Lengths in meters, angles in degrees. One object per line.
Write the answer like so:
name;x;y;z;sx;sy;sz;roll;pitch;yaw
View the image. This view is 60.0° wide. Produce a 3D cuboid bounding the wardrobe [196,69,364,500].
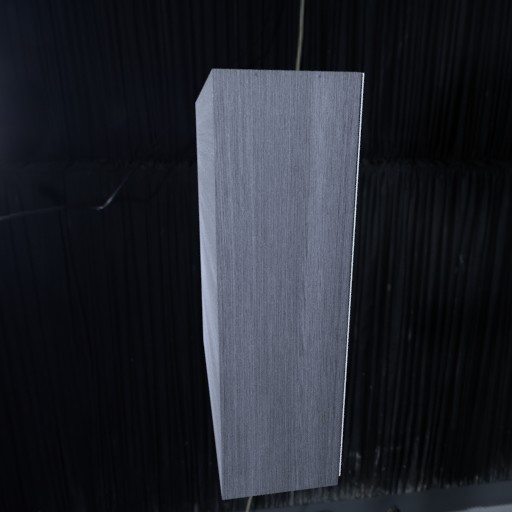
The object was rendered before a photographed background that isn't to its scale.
wardrobe;0.000;0.000;2.800;0.629;1.960;1.780;-3;15;-9
